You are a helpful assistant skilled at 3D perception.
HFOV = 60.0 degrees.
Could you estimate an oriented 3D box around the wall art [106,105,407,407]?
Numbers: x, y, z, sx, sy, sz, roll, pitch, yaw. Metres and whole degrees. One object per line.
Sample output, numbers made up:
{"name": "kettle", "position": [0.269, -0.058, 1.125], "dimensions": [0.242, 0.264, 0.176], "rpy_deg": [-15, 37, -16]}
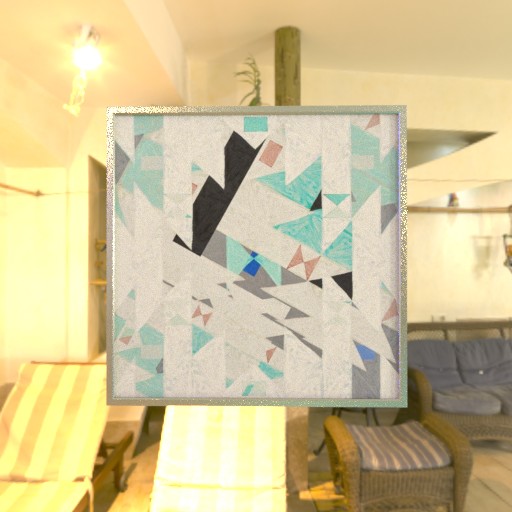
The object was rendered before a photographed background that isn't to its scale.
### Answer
{"name": "wall art", "position": [0.000, 0.000, 1.209], "dimensions": [0.806, 0.806, 0.038], "rpy_deg": [0, 0, 1]}
